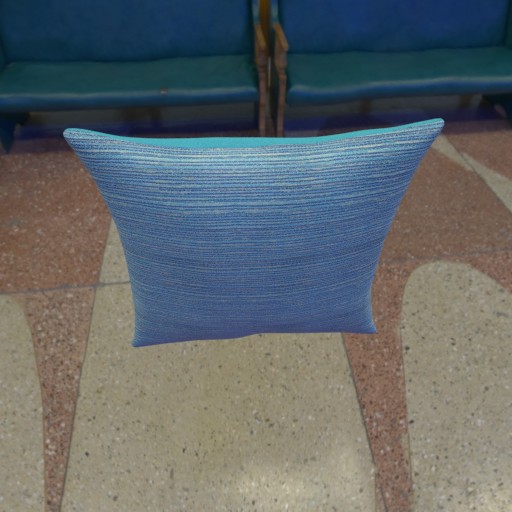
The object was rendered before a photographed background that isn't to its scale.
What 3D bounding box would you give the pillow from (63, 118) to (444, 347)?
[{"bbox_3d":[0.000,0.000,0.762,0.514,0.497,0.150,-3,45,-3],"label":"pillow"}]
